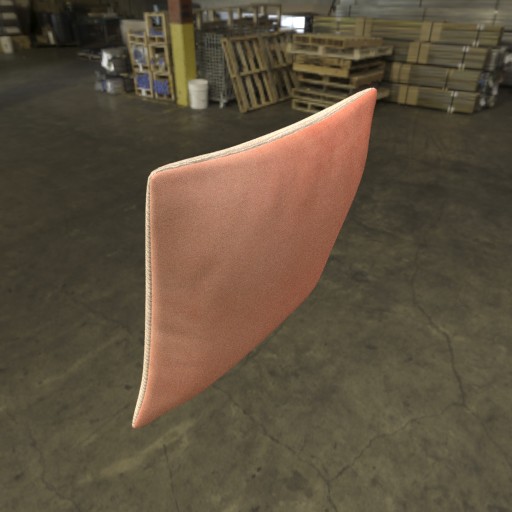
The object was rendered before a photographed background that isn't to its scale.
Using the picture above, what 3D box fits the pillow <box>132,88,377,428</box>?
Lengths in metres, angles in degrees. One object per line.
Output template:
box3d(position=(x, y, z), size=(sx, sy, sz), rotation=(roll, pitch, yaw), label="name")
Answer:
box3d(position=(0.000, 0.000, 0.625), size=(0.177, 0.401, 0.424), rotation=(22, 38, 31), label="pillow")
